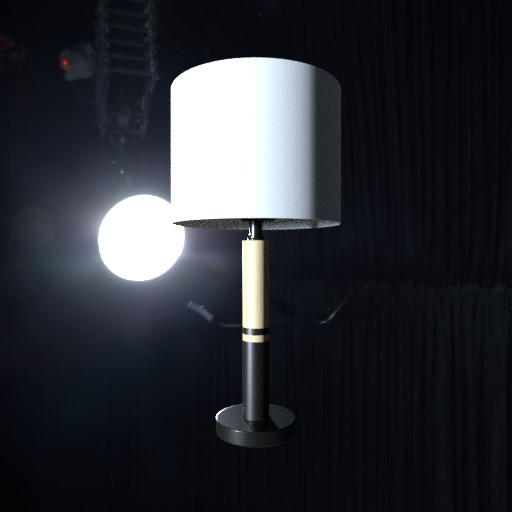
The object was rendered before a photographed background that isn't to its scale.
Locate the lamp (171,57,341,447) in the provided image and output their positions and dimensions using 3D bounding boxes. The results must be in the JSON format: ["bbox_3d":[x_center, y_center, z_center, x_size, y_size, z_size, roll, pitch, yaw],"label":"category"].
[{"bbox_3d":[0.000,0.000,0.811,0.305,0.640,0.305,0,0,19],"label":"lamp"}]
